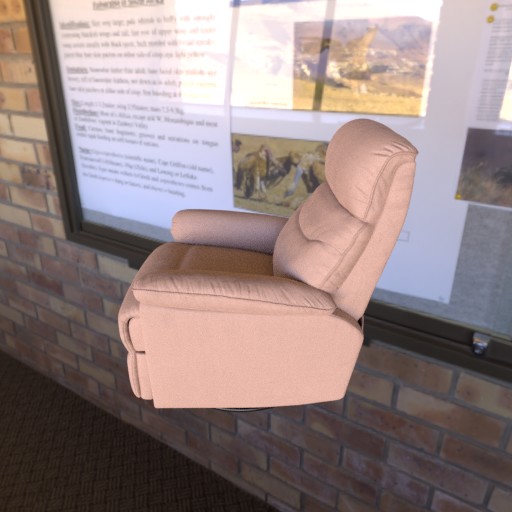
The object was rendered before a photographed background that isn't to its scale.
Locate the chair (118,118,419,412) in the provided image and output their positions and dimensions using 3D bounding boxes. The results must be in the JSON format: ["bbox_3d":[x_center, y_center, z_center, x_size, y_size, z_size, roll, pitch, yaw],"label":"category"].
[{"bbox_3d":[0.000,0.000,1.783,1.004,1.037,0.820,0,23,1],"label":"chair"}]
